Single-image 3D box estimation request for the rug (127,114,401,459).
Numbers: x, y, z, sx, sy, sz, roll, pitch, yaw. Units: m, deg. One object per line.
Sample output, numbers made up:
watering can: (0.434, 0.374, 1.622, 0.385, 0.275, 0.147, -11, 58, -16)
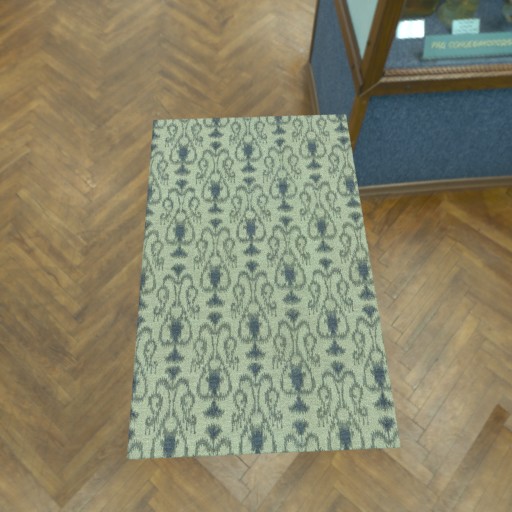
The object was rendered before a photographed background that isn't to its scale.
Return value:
rug: (0.000, 0.000, 2.024, 1.035, 0.006, 1.652, -2, 65, -1)
